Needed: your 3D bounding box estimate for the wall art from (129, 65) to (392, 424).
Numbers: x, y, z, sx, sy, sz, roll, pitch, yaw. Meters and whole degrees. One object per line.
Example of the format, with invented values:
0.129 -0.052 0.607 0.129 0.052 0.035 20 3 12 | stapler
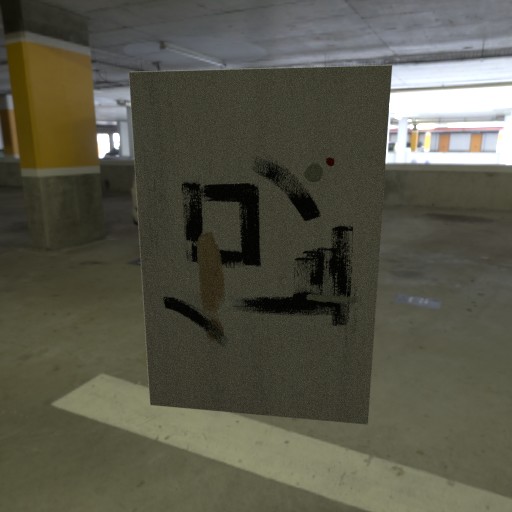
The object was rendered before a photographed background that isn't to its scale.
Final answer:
0.000 0.000 1.167 0.624 0.914 0.043 2 14 8 | wall art
